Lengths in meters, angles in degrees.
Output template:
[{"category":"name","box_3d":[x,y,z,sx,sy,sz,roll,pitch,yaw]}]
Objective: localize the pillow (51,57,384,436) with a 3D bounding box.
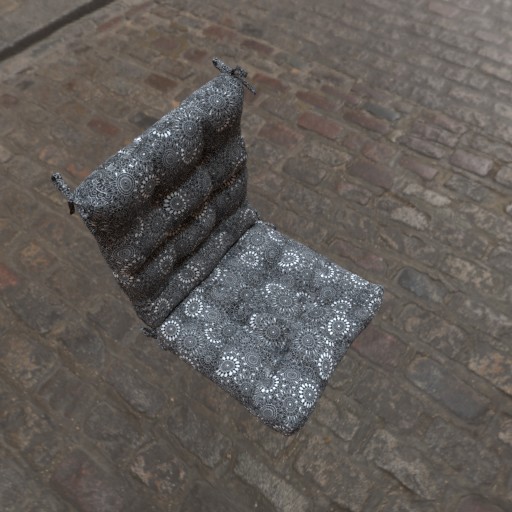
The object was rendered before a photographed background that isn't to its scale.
[{"category":"pillow","box_3d":[0.000,0.000,1.037,0.571,0.605,0.519,31,62,19]}]
